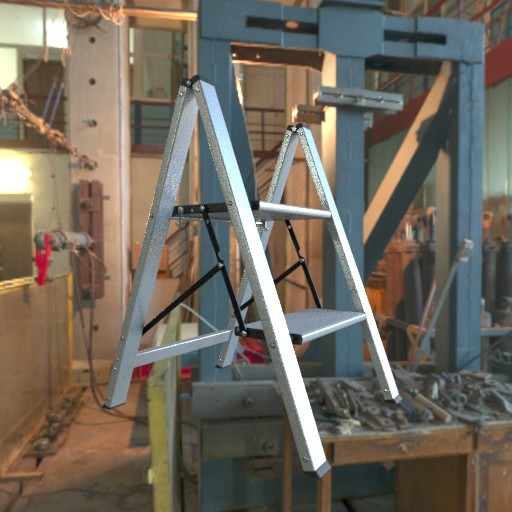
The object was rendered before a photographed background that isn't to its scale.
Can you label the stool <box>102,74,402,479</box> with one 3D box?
[{"bbox_3d":[0.000,0.000,1.002,0.535,0.670,0.440,1,2,35],"label":"stool"}]
